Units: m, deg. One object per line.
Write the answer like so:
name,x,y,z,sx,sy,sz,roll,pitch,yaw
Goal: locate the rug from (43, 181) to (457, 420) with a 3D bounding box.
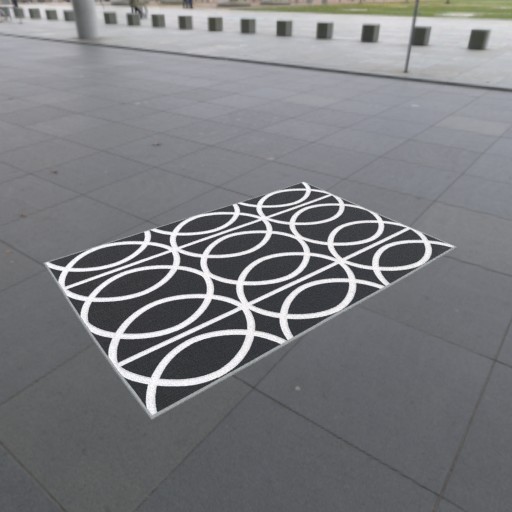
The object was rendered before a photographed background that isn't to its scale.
rug,0.000,0.000,2.913,2.290,0.014,1.526,-22,37,-32
